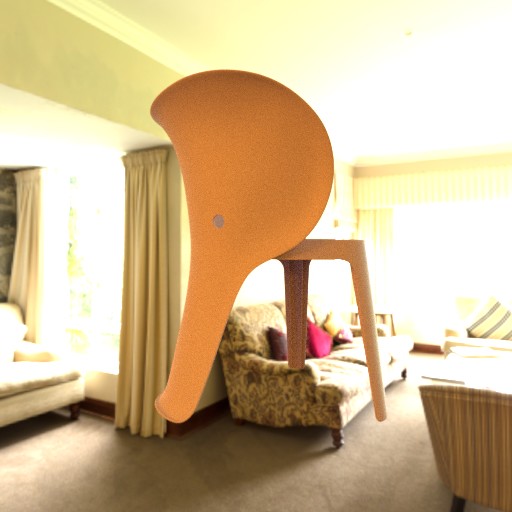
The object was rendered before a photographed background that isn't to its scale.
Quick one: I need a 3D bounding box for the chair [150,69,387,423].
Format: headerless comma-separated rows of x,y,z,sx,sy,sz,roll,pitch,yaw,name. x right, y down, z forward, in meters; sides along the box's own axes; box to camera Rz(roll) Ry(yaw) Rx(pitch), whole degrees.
0.000,0.000,0.867,0.402,0.554,0.451,0,0,-19,chair
